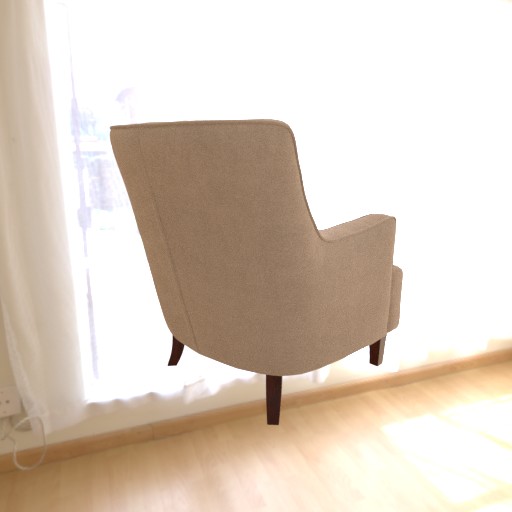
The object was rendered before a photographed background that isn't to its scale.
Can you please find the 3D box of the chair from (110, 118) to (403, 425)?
[{"bbox_3d":[0.000,0.000,1.626,0.781,0.920,0.910,13,19,43],"label":"chair"}]
